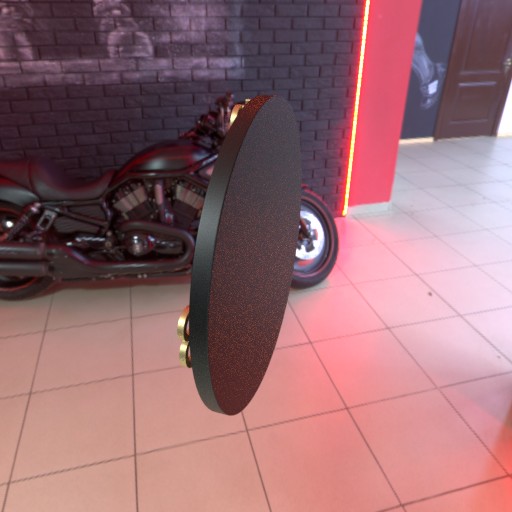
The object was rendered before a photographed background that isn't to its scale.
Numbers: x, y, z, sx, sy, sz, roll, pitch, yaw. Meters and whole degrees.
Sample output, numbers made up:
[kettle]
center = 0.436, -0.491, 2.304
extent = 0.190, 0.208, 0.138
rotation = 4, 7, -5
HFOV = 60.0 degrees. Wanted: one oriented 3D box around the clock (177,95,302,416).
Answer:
[clock]
center = 0.000, 0.000, 0.663
extent = 0.038, 0.454, 0.454
rotation = 9, 30, 15
